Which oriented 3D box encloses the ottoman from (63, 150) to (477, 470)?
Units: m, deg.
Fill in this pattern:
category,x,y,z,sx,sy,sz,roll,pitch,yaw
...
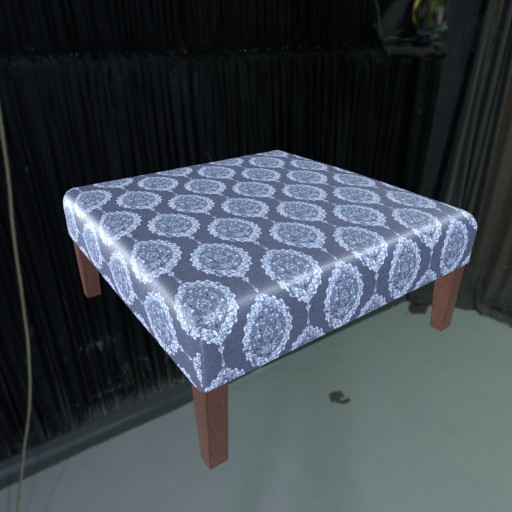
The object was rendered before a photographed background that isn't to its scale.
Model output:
category,x,y,z,sx,sy,sz,roll,pitch,yaw
ottoman,0.000,0.000,1.382,0.889,0.409,0.890,-18,33,-31
